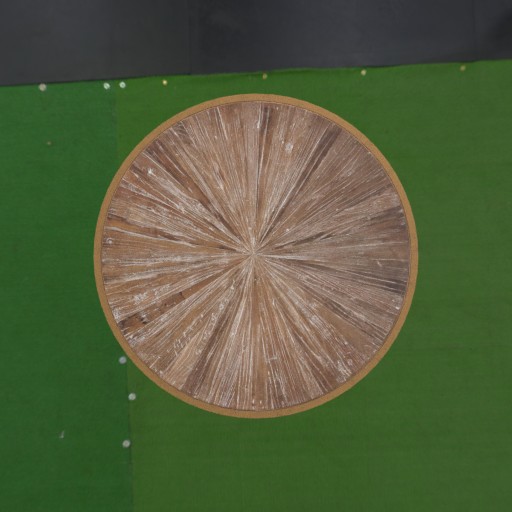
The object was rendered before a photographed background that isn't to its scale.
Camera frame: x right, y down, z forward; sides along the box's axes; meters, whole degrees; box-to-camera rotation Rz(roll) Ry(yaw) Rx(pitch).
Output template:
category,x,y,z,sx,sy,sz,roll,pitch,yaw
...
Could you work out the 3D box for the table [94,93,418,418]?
category,x,y,z,sx,sy,sz,roll,pitch,yaw
table,0.000,0.000,1.564,1.001,0.409,1.001,0,90,1
